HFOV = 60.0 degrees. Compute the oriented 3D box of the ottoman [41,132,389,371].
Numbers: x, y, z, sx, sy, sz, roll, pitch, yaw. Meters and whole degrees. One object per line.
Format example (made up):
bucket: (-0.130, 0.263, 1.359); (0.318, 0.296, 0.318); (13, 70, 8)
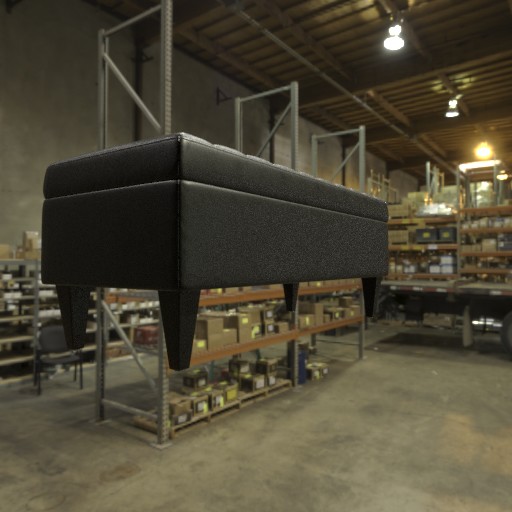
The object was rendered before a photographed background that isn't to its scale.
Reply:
ottoman: (0.000, 0.000, 1.403); (0.482, 0.469, 1.151); (-1, -1, 35)
